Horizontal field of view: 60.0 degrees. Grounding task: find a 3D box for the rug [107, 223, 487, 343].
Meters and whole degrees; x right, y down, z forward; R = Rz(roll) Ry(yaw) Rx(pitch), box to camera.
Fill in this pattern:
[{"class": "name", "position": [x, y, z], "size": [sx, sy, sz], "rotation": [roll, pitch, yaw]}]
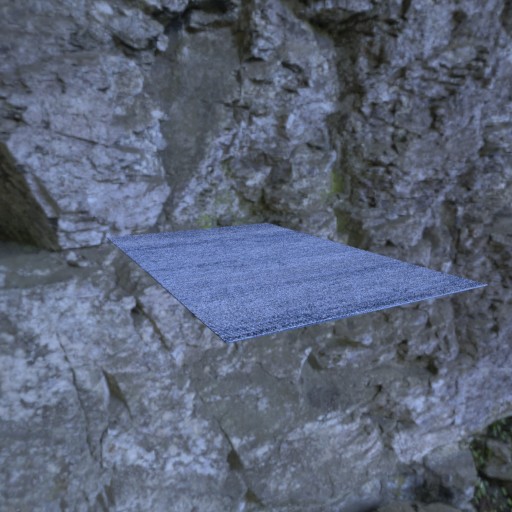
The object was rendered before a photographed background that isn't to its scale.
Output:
[{"class": "rug", "position": [0.000, 0.000, 2.219], "size": [1.135, 0.010, 1.740], "rotation": [-7, 15, -28]}]
